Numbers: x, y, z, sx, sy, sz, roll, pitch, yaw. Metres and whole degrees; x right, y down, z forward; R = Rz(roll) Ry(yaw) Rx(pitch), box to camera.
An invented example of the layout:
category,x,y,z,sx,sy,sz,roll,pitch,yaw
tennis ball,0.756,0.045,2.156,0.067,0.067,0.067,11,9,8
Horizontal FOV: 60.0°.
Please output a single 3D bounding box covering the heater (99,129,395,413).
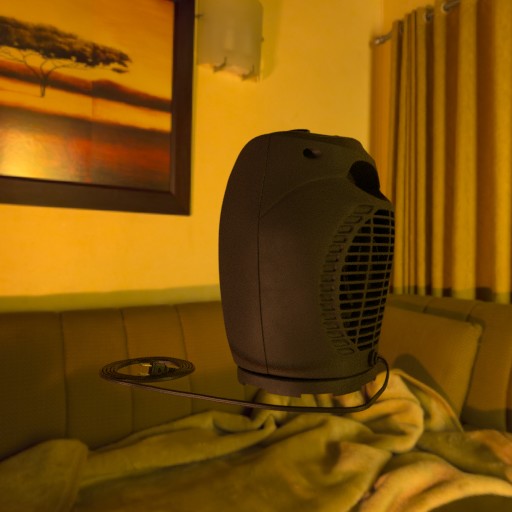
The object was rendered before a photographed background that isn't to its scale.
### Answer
category,x,y,z,sx,sy,sz,roll,pitch,yaw
heater,0.000,0.000,0.484,0.291,0.255,0.239,0,1,35
